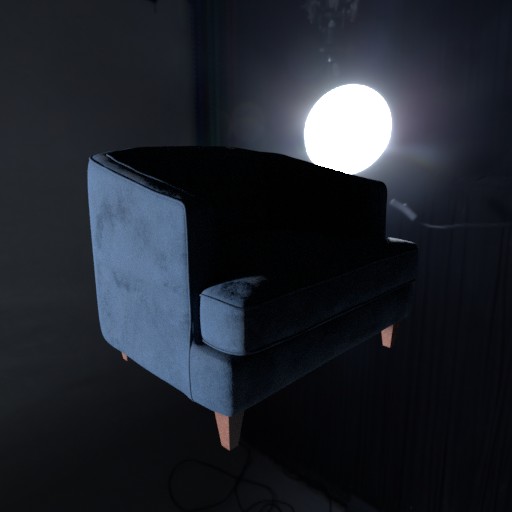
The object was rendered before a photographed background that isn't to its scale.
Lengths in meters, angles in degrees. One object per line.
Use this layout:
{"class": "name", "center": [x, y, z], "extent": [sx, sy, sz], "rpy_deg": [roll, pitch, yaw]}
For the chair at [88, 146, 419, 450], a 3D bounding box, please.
{"class": "chair", "center": [0.000, 0.000, 1.759], "extent": [0.940, 0.852, 1.094], "rpy_deg": [13, 19, 43]}
